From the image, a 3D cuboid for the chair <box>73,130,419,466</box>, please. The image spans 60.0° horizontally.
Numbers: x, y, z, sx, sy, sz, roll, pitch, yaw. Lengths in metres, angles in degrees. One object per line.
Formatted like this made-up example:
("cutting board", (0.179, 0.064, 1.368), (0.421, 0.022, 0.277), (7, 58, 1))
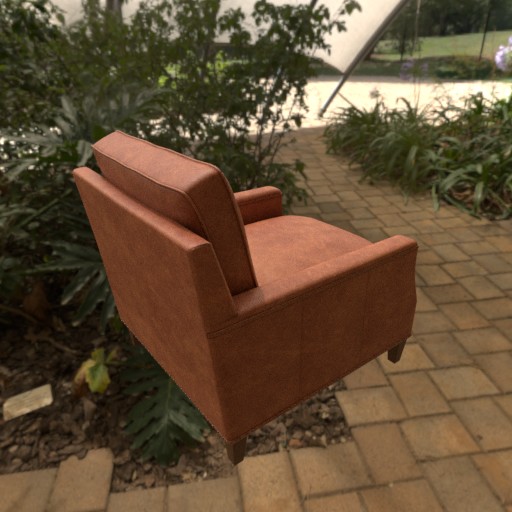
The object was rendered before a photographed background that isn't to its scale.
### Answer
("chair", (0.000, 0.000, 1.699), (1.014, 0.943, 0.853), (-19, 32, -33))
